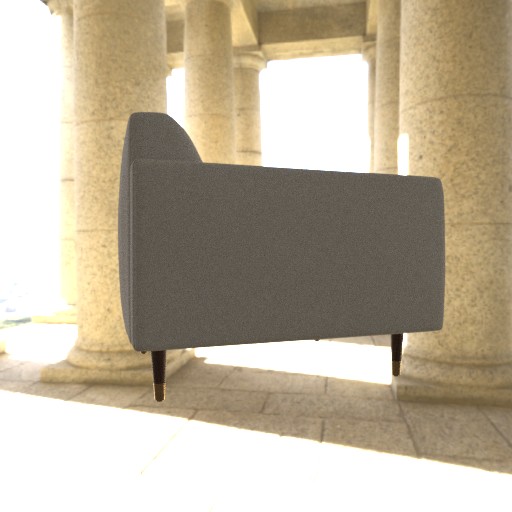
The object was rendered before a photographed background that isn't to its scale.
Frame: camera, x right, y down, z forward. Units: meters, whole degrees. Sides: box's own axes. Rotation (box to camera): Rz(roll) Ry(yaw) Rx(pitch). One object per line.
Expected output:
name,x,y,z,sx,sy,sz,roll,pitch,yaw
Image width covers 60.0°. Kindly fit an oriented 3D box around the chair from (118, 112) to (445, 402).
chair,0.000,0.000,1.680,0.998,0.819,0.953,0,1,-18
